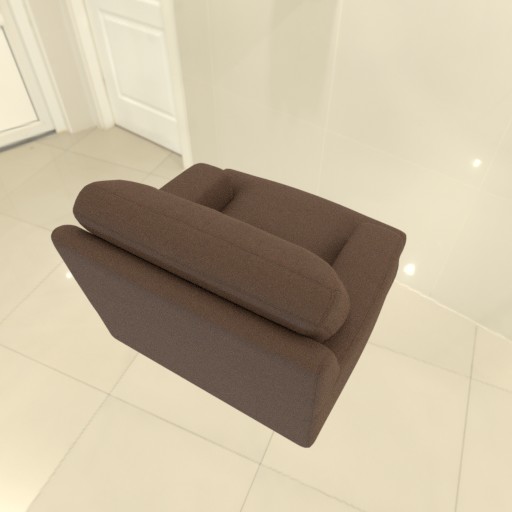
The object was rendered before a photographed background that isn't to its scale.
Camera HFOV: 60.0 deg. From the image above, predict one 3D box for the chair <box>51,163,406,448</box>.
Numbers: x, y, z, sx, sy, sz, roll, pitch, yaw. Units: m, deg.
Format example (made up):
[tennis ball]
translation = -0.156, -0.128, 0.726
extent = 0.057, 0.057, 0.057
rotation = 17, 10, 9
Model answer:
[chair]
translation = 0.000, 0.000, 1.987
extent = 1.168, 0.940, 1.143
rotation = 23, 51, 20
